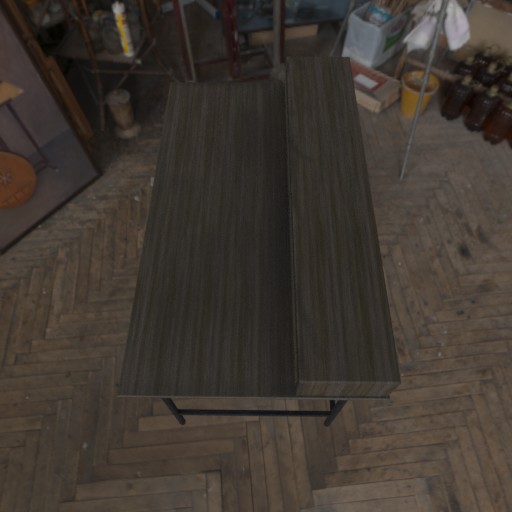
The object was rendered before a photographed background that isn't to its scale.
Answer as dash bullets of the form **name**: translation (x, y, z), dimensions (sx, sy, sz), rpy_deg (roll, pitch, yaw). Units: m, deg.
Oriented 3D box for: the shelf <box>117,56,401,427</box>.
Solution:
- **shelf**: translation (0.000, 0.000, 1.690), dimensions (0.685, 0.865, 1.212), rpy_deg (1, 59, 0)
